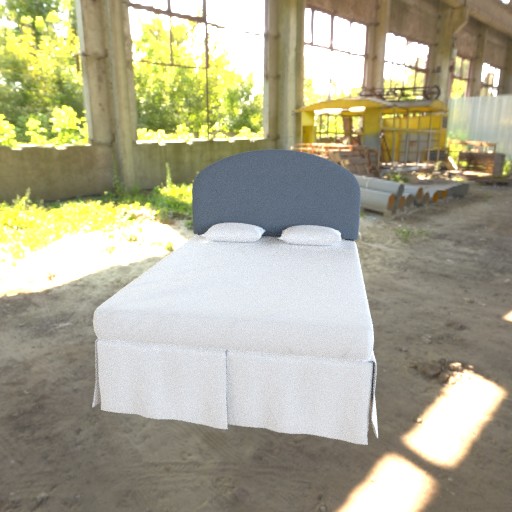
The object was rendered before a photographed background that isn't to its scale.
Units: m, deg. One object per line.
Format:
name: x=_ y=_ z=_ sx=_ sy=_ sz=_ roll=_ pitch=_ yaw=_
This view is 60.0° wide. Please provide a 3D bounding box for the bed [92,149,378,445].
bed: x=0.000 y=0.000 z=3.147 sx=1.607 sy=1.410 sz=2.005 roll=3 pitch=16 yaw=9
